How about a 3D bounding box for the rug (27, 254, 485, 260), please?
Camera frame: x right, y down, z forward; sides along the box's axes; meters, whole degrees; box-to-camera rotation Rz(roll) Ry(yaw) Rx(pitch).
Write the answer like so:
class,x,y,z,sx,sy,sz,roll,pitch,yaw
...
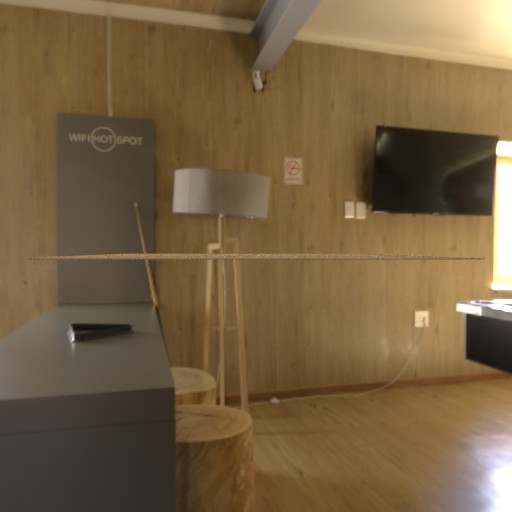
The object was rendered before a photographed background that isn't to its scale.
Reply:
class,x,y,z,sx,sy,sz,roll,pitch,yaw
rug,0.000,0.000,3.133,2.486,0.013,1.548,0,1,0
